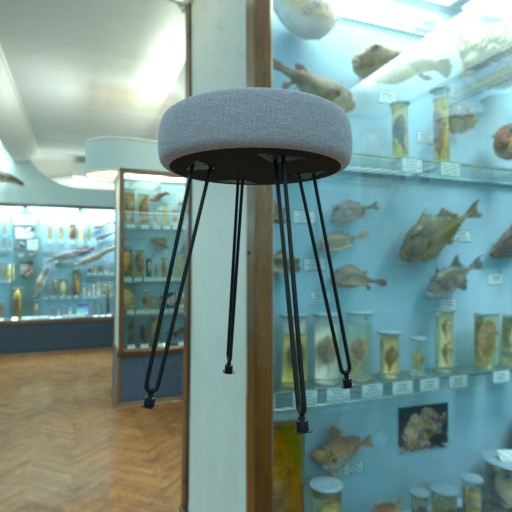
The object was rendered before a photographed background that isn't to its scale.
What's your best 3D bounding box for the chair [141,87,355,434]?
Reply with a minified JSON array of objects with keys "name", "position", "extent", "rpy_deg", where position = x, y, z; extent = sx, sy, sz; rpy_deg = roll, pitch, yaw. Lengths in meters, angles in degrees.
[{"name":"chair","position":[0.000,0.000,0.697],"extent":[0.350,0.440,0.350],"rpy_deg":[0,-1,-20]}]
